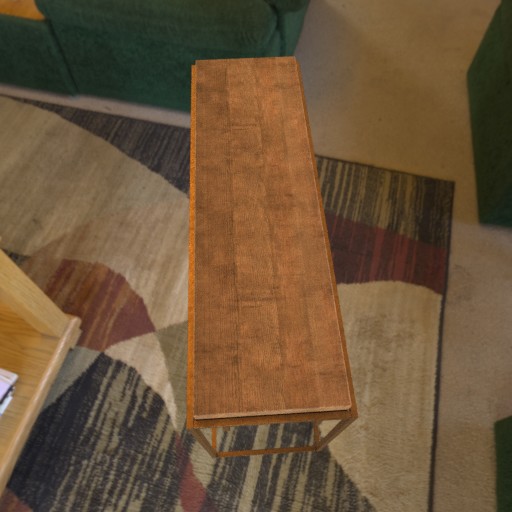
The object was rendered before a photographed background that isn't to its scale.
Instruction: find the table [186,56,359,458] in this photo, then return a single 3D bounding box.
[{"bbox_3d":[0.000,0.000,1.795,0.440,0.820,1.400,-3,61,-2],"label":"table"}]
